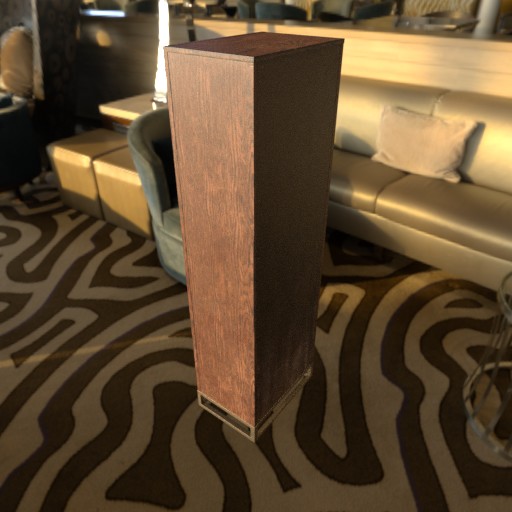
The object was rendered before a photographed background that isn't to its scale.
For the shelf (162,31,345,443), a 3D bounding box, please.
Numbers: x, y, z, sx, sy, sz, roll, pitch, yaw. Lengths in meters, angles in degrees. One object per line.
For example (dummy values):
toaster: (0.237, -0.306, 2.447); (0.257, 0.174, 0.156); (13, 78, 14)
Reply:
shelf: (0.000, 0.000, 1.975); (0.395, 1.732, 0.539); (22, 39, 31)
